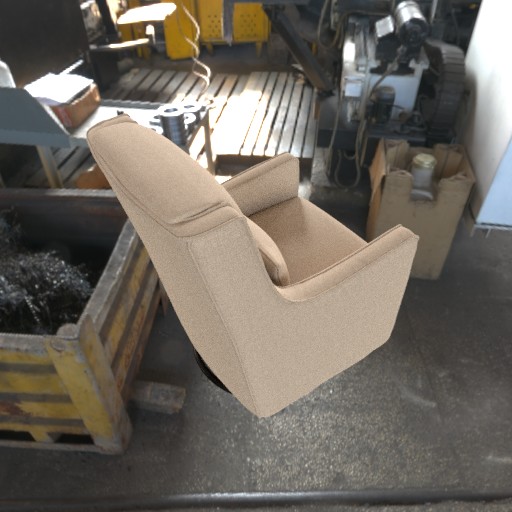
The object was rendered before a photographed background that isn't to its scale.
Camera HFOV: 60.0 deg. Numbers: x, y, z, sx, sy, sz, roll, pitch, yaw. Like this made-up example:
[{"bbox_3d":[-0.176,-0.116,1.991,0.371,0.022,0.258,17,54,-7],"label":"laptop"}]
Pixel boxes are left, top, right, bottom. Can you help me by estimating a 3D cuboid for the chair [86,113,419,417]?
[{"bbox_3d":[0.000,0.000,1.596,0.879,0.993,0.732,-24,46,-25],"label":"chair"}]
